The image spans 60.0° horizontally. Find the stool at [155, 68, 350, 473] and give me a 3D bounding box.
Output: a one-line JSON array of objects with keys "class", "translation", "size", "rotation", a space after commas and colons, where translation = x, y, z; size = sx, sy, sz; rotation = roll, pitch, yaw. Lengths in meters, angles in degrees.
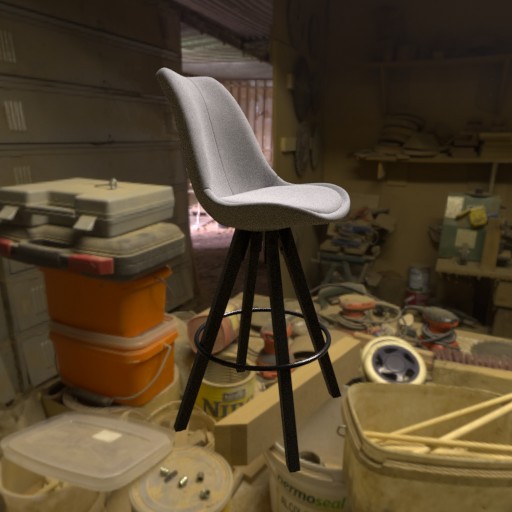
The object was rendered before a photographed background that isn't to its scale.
[{"class": "stool", "translation": [0.000, 0.000, 1.413], "size": [0.550, 1.115, 0.485], "rotation": [8, 17, 26]}]
